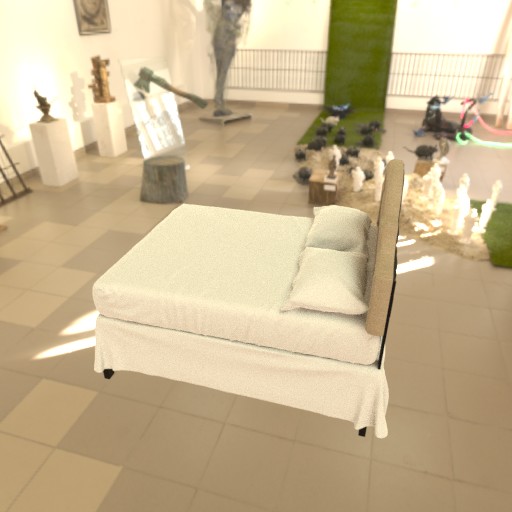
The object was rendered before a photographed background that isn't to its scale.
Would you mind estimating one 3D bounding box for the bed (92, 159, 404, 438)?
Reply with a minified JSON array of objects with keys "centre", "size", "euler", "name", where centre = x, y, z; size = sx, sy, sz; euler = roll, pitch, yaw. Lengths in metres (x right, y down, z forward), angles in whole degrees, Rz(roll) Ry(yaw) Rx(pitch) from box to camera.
[{"centre":[0.000,0.000,3.437],"size":[2.222,1.634,1.780],"euler":[8,30,14],"name":"bed"}]
